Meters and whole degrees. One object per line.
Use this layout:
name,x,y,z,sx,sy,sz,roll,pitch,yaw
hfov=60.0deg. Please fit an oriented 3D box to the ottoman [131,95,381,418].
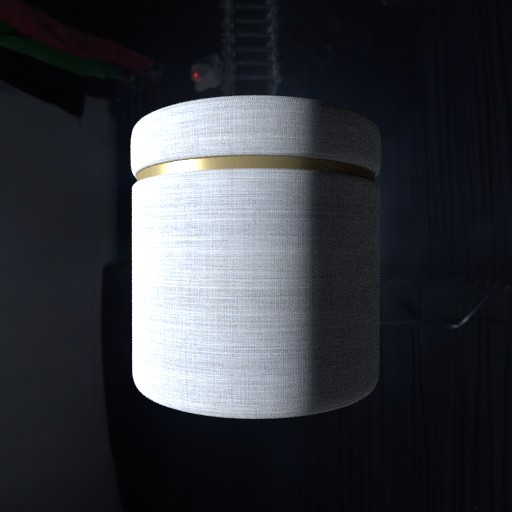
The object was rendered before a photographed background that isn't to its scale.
ottoman,0.000,0.000,0.737,0.400,0.406,0.400,0,0,0
